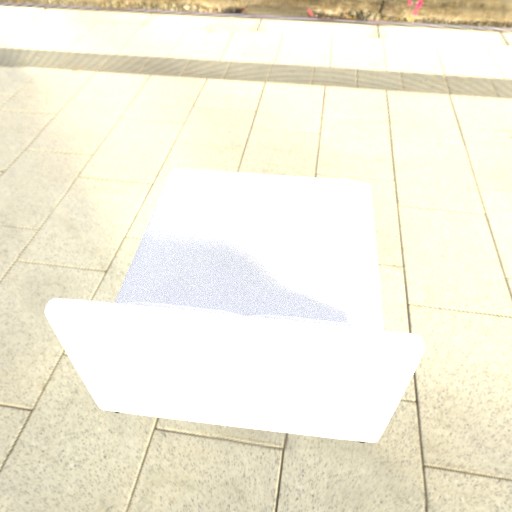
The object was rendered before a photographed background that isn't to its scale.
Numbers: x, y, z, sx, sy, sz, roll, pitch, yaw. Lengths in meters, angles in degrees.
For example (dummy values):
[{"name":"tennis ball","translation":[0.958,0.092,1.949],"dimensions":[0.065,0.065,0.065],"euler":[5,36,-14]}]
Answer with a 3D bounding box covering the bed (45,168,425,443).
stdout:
[{"name":"bed","translation":[0.000,0.000,3.559],"dimensions":[2.119,1.317,2.341],"euler":[5,47,5]}]
